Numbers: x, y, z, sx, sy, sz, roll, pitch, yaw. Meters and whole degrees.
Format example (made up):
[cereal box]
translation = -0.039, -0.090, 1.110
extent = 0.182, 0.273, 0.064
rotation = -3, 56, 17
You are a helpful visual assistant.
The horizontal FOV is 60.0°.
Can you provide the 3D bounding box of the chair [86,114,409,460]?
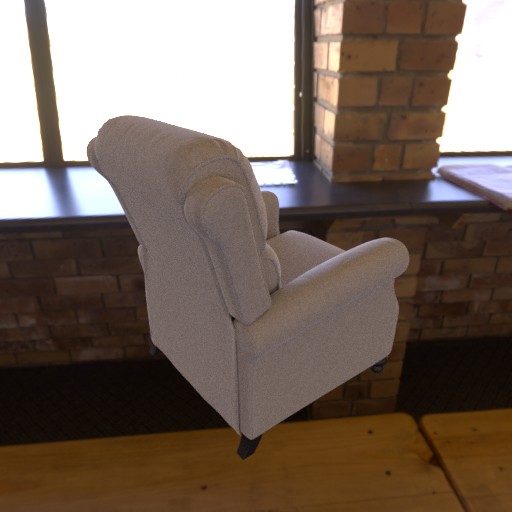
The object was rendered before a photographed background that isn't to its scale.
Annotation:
[chair]
translation = 0.000, 0.000, 1.695
extent = 0.919, 1.046, 0.859
rotation = -18, 31, -33
